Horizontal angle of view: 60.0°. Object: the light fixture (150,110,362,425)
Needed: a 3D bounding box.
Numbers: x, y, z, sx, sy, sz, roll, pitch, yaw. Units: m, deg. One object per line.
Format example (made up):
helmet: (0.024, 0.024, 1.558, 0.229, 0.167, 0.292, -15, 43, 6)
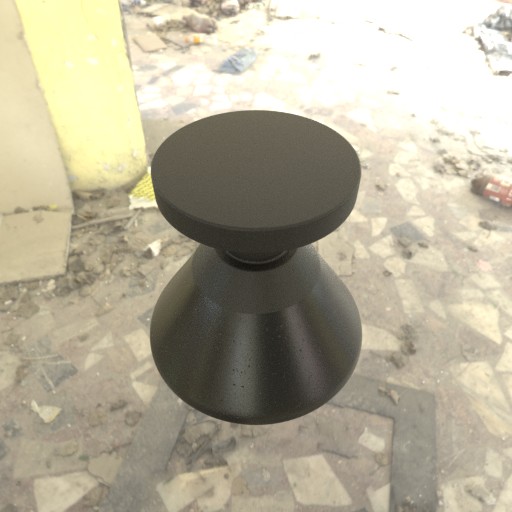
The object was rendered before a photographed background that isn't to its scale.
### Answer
light fixture: (0.000, 0.000, 0.360, 0.200, 0.183, 0.200, 0, 46, 0)
